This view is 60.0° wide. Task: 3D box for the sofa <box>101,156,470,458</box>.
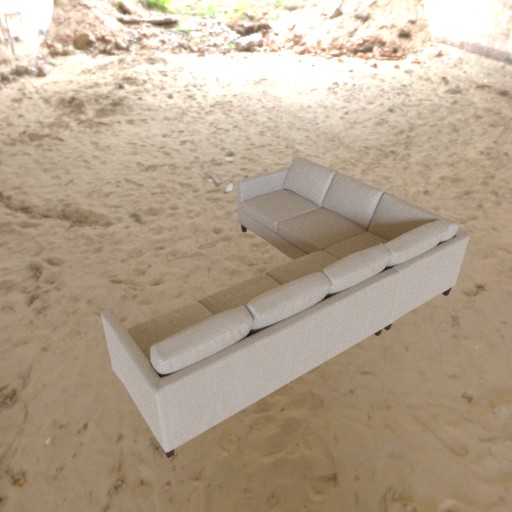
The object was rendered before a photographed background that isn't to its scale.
[{"bbox_3d":[0.000,0.000,4.275,3.182,0.863,2.432,-21,37,-30],"label":"sofa"}]
